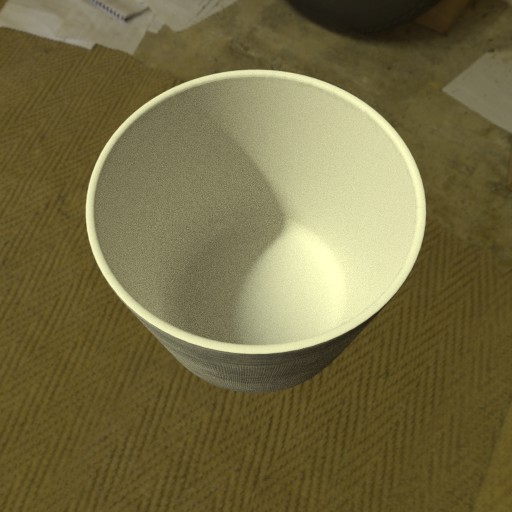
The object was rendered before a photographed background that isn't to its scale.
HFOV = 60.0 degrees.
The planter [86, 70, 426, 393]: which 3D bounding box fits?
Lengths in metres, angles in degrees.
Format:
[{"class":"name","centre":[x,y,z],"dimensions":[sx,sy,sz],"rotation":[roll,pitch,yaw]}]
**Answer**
[{"class":"planter","centre":[0.000,0.000,0.756],"dimensions":[0.440,0.398,0.440],"rotation":[0,63,0]}]
